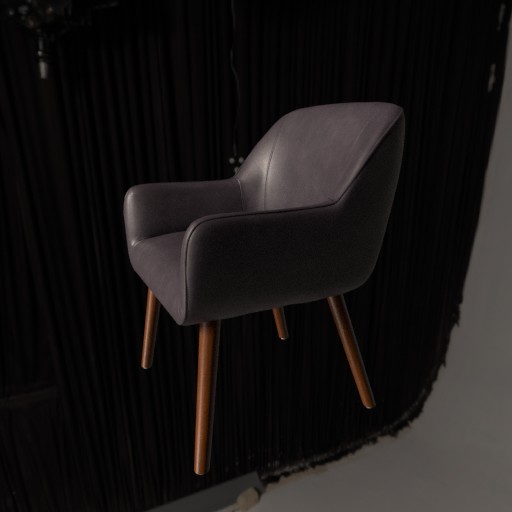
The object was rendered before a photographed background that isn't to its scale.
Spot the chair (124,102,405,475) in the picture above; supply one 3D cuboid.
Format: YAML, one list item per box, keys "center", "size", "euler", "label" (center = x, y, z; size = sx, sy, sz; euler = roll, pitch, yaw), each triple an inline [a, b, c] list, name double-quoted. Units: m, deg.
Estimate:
- center: [0.000, 0.000, 1.251]
  size: [0.610, 0.828, 0.610]
  euler: [-8, 18, -26]
  label: "chair"
